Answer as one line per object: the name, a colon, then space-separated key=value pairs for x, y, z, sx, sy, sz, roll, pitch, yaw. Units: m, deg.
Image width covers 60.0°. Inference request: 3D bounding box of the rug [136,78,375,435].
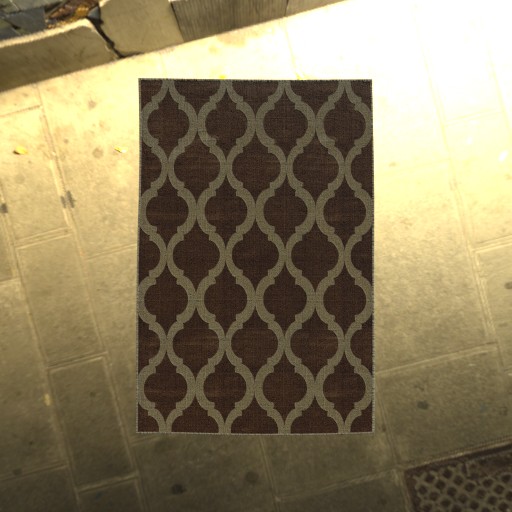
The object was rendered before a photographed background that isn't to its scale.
rug: x=0.000 y=0.000 z=2.836 sx=1.522 sy=0.008 sz=2.284 roll=0 pitch=89 yaw=-1
